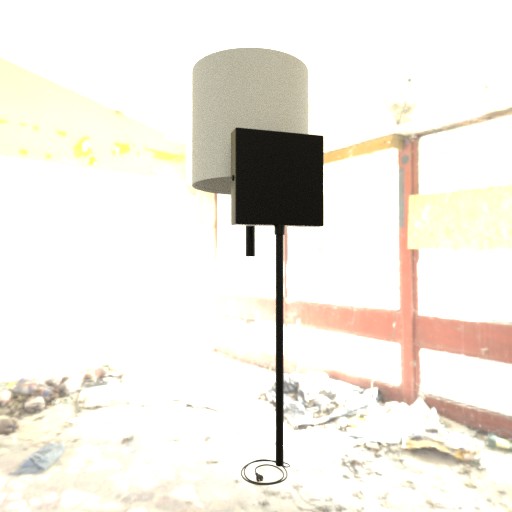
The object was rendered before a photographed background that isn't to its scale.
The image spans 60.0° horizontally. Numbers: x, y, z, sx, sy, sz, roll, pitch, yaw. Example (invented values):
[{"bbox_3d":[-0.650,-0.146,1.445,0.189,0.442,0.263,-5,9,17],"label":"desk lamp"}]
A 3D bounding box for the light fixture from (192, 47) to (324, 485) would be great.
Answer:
[{"bbox_3d":[0.000,0.000,0.689,0.188,0.589,0.248,0,-1,-18],"label":"light fixture"}]
